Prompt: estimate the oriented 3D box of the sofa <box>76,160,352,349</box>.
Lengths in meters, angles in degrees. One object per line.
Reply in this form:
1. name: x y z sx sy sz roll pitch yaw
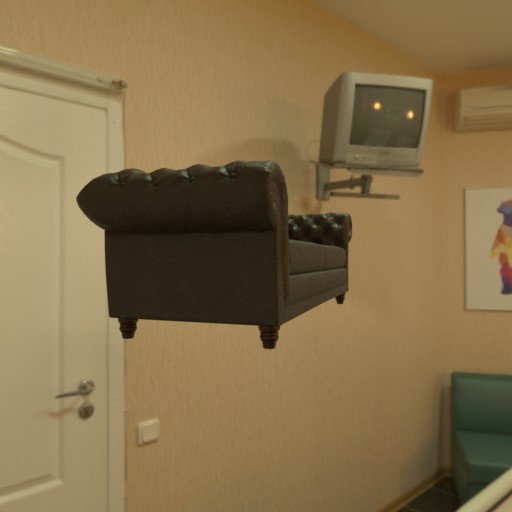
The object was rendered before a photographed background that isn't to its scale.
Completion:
1. sofa: 0.000 0.000 2.879 0.944 0.783 2.385 0 0 19
